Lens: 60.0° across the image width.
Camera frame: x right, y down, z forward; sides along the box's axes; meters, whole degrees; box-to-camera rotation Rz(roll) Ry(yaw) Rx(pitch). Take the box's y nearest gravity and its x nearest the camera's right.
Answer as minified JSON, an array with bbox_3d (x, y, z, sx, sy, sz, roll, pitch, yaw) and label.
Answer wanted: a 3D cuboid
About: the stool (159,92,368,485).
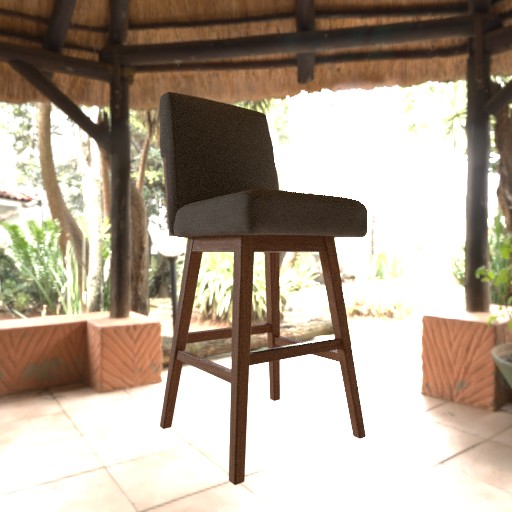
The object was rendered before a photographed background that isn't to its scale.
[{"bbox_3d":[0.000,0.000,1.412,0.483,1.112,0.570,0,1,-36],"label":"stool"}]
